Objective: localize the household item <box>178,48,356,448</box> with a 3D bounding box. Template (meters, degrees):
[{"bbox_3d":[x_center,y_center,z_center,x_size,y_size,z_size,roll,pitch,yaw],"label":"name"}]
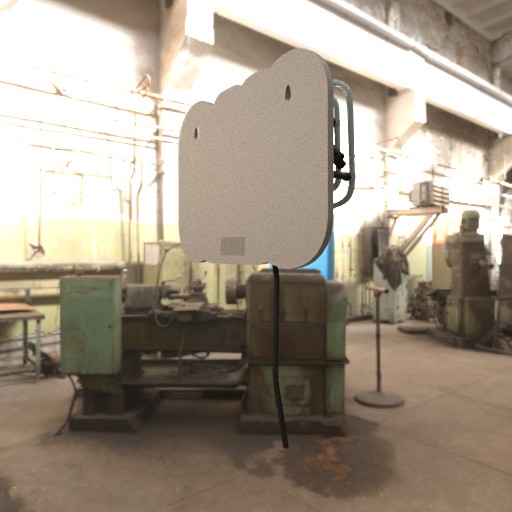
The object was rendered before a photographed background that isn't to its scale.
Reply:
[{"bbox_3d":[0.000,0.000,0.384,0.042,0.294,0.211,0,0,-37],"label":"household item"}]
